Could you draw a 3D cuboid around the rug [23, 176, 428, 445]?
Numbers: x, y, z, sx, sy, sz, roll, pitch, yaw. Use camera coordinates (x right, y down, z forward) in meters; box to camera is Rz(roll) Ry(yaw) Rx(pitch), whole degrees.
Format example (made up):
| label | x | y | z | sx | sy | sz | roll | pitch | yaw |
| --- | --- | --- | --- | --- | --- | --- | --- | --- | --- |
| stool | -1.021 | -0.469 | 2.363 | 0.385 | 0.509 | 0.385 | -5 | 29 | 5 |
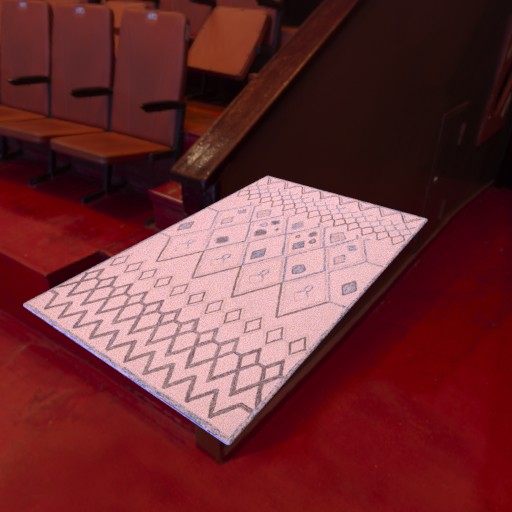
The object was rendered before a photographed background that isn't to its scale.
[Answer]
| label | x | y | z | sx | sy | sz | roll | pitch | yaw |
| --- | --- | --- | --- | --- | --- | --- | --- | --- | --- |
| rug | 0.000 | 0.000 | 2.985 | 1.524 | 0.015 | 2.439 | 21 | 38 | 30 |
